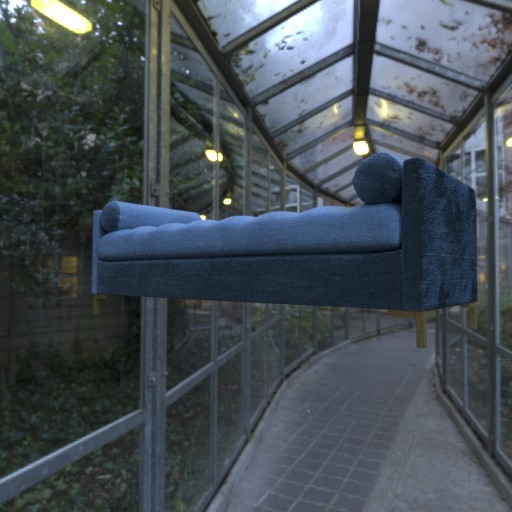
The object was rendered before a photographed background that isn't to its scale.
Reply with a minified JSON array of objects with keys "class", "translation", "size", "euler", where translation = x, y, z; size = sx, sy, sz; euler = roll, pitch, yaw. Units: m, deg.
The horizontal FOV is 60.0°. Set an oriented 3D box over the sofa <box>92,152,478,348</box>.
[{"class":"sofa","translation":[0.000,0.000,2.449],"size":[2.102,0.705,0.796],"euler":[-2,-3,39]}]
